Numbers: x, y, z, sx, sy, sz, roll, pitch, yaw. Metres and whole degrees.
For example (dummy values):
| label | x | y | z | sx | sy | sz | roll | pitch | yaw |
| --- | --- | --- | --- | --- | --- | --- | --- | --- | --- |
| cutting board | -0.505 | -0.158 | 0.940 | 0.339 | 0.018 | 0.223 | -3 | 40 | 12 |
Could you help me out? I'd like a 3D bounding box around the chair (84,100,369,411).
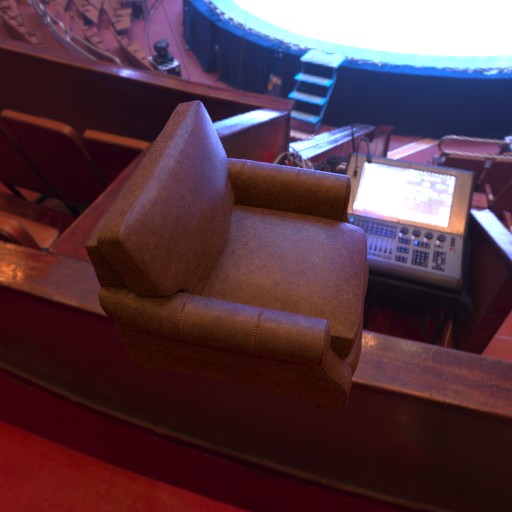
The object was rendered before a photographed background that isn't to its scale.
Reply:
| label | x | y | z | sx | sy | sz | roll | pitch | yaw |
| --- | --- | --- | --- | --- | --- | --- | --- | --- | --- |
| chair | 0.000 | 0.000 | 1.872 | 1.002 | 0.976 | 0.996 | 10 | 48 | 9 |
